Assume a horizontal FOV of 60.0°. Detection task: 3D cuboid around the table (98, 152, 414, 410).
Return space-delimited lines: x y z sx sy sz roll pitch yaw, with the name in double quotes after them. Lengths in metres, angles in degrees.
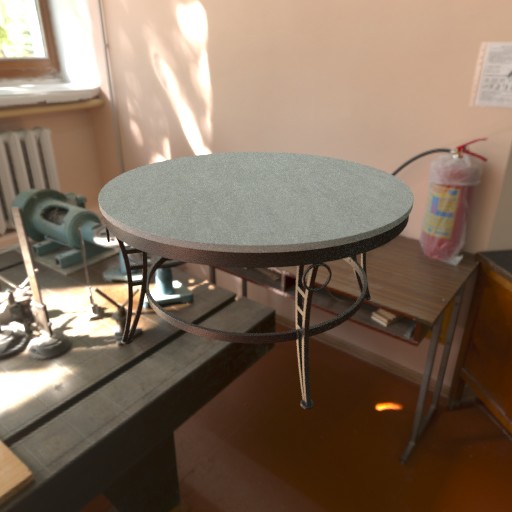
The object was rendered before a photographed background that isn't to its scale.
0.000 0.000 1.412 0.889 0.470 0.889 0 25 0 "table"
